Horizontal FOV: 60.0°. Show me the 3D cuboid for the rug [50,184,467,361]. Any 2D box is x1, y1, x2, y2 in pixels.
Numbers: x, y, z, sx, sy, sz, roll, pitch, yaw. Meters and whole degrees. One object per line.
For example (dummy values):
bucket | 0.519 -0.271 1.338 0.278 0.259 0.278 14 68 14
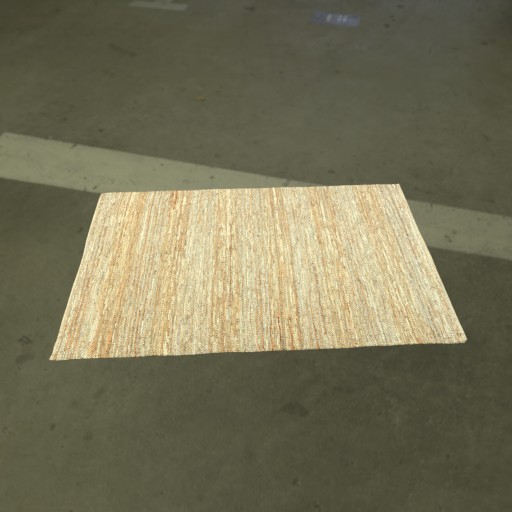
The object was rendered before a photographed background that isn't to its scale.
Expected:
rug | 0.000 0.000 3.101 2.446 0.009 1.529 -2 47 -2
